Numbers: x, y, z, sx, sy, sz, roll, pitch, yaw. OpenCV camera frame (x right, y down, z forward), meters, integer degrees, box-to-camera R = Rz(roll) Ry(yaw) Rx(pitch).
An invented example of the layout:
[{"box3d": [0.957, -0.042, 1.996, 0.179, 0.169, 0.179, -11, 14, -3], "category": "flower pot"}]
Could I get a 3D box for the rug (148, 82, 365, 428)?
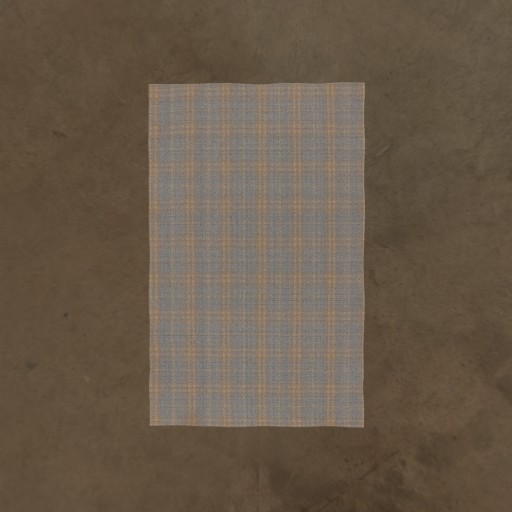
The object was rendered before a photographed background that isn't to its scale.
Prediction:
[{"box3d": [0.000, 0.000, 3.166, 1.545, 0.016, 2.460, 0, 91, 1], "category": "rug"}]
